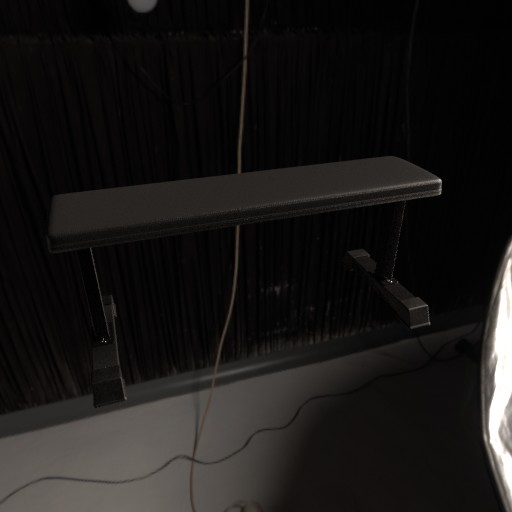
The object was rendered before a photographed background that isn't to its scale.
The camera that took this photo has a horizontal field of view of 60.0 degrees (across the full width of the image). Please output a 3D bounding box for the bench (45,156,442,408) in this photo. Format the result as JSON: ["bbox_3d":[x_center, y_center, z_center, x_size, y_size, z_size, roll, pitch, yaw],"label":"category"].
[{"bbox_3d":[0.000,0.000,1.323,1.072,0.453,0.439,-10,31,-17],"label":"bench"}]
